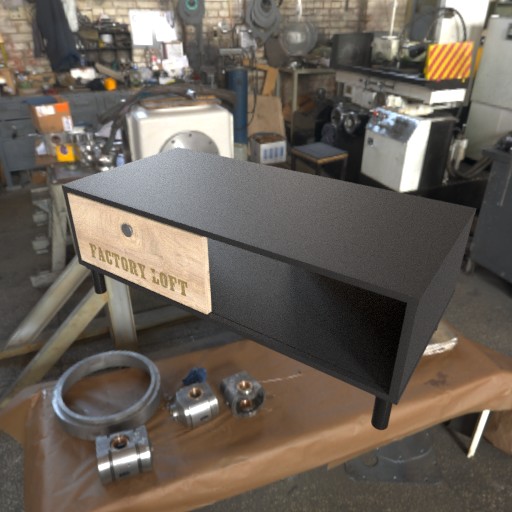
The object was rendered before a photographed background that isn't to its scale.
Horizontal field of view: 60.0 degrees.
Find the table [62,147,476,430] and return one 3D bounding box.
[{"bbox_3d":[0.000,0.000,1.389,1.100,0.400,0.550,18,34,29],"label":"table"}]
